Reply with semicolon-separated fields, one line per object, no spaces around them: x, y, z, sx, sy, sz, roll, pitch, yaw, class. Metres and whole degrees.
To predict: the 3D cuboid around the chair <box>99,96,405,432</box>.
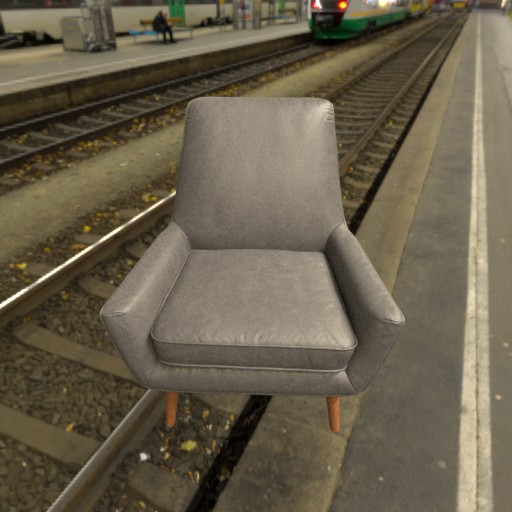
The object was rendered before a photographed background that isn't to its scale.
0.000;0.000;1.480;0.787;0.888;0.822;1;30;2;chair
